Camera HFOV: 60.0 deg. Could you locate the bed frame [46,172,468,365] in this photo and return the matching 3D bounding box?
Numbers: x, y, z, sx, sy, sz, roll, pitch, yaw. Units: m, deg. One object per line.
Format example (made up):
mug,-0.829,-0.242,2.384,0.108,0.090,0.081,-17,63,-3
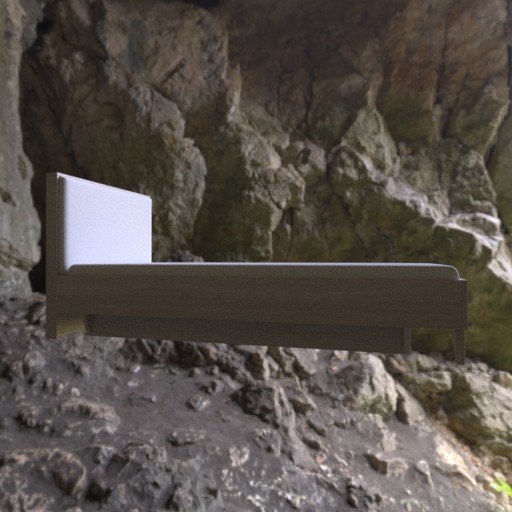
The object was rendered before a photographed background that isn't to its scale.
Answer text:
bed frame,0.000,0.000,2.628,2.140,0.920,0.990,0,0,17
